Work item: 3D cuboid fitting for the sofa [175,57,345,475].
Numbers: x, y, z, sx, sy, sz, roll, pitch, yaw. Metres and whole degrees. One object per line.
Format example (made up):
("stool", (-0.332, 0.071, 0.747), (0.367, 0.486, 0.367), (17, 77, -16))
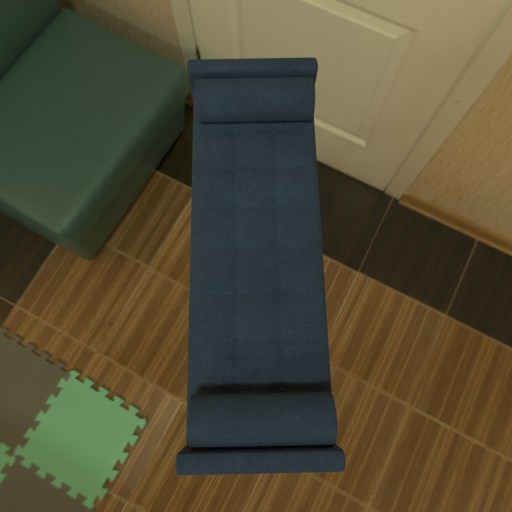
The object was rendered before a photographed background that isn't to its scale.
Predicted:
("sofa", (0.000, 0.000, 2.322), (0.686, 0.635, 1.981), (-1, 74, 0))
